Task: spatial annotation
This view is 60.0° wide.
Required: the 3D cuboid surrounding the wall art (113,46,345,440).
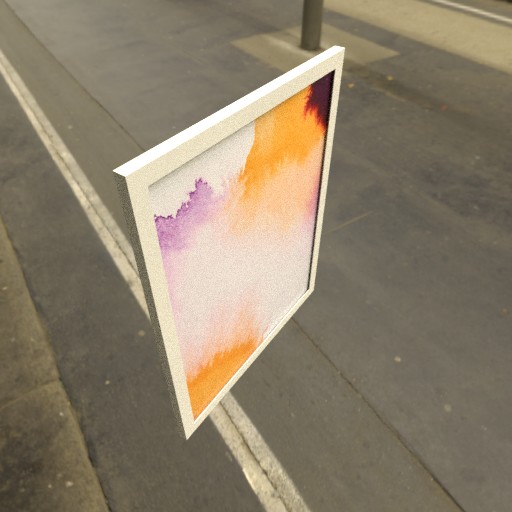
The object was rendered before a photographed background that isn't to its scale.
[{"bbox_3d":[0.000,0.000,1.096,0.026,0.811,0.661,26,49,25],"label":"wall art"}]
